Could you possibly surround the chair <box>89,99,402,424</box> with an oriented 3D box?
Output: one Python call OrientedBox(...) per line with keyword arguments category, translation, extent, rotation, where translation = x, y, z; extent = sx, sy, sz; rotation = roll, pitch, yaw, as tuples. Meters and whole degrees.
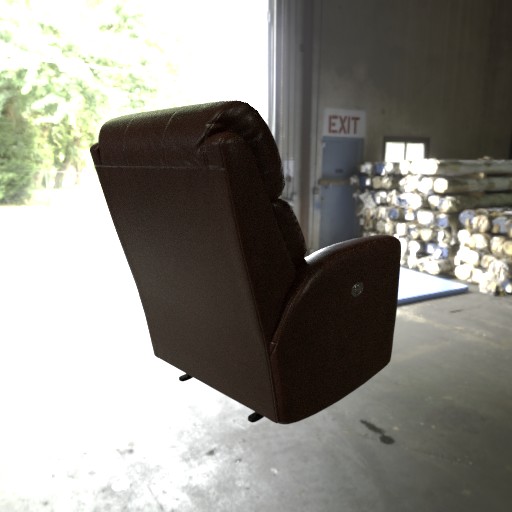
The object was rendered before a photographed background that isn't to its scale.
OrientedBox(category="chair", translation=(0.000, 0.000, 1.690), extent=(0.939, 1.016, 0.787), rotation=(-11, 16, -44))
